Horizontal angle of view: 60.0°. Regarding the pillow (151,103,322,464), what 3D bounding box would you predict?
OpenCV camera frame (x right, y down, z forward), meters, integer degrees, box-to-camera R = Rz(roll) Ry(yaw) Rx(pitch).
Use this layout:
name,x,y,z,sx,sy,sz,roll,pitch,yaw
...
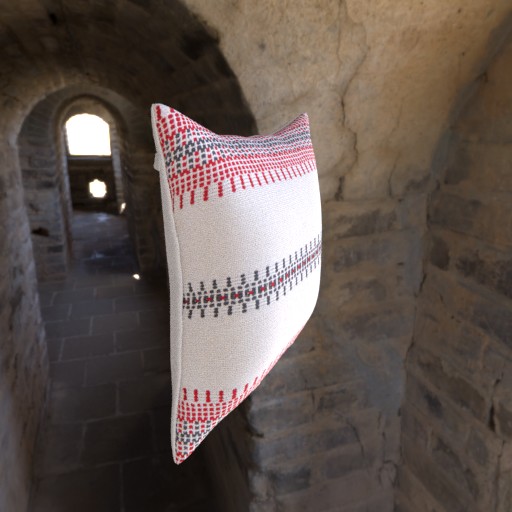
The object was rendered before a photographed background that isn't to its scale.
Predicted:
name,x,y,z,sx,sy,sz,roll,pitch,yaw
pillow,0.000,0.000,0.719,0.160,0.454,0.463,8,18,25
